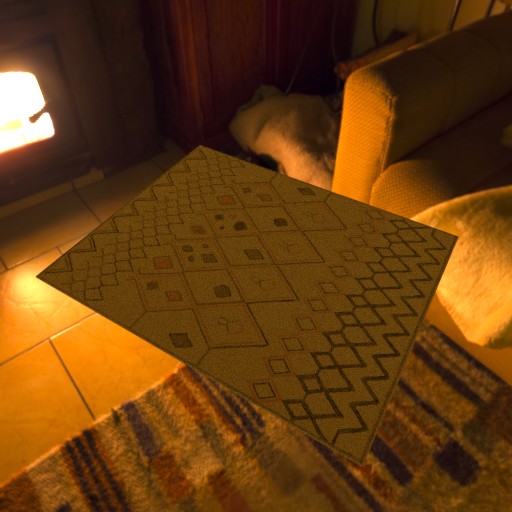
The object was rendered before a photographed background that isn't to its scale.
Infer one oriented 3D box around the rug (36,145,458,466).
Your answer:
[{"bbox_3d":[0.000,0.000,4.059,3.050,0.016,2.441,24,51,21],"label":"rug"}]
